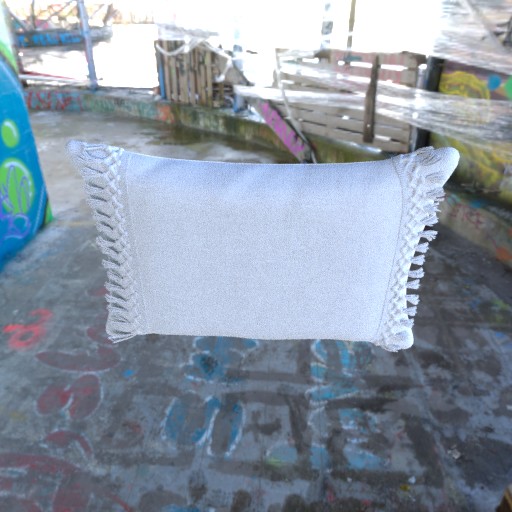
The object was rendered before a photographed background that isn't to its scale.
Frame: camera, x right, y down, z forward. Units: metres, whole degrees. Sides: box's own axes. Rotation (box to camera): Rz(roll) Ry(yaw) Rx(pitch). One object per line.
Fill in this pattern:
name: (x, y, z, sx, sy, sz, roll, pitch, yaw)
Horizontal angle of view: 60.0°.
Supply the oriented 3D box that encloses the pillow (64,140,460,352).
pillow: (0.000, 0.000, 0.592, 0.466, 0.305, 0.084, 2, 30, 4)
